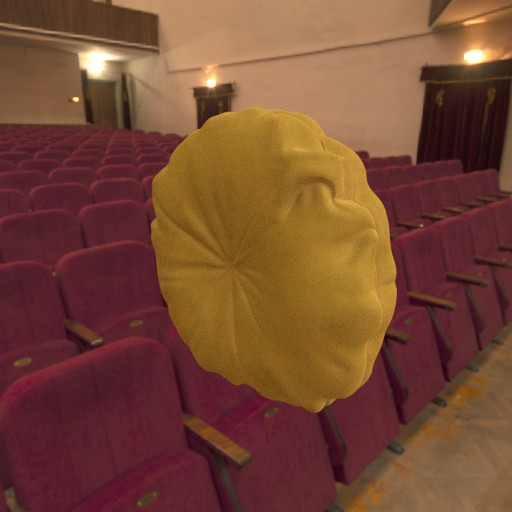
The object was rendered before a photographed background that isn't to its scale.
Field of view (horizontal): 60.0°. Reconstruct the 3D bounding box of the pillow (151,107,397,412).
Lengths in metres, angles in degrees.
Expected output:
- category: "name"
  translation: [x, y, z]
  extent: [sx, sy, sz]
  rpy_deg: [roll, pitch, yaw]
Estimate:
- category: "pillow"
  translation: [0.000, 0.000, 0.641]
  extent: [0.428, 0.407, 0.148]
  rpy_deg: [15, 21, 42]
